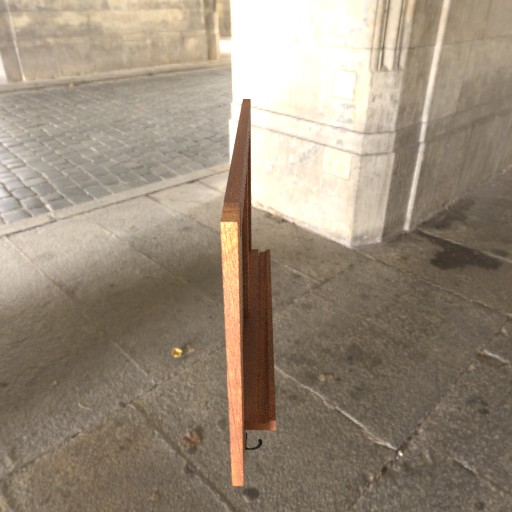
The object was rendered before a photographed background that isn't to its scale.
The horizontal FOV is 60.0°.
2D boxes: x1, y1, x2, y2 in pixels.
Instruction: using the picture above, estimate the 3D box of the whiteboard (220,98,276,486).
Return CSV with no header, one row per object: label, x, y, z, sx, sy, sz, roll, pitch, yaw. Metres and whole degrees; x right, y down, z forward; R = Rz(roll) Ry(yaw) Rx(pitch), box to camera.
whiteboard,0.000,0.000,1.040,0.083,0.559,0.783,0,30,1
